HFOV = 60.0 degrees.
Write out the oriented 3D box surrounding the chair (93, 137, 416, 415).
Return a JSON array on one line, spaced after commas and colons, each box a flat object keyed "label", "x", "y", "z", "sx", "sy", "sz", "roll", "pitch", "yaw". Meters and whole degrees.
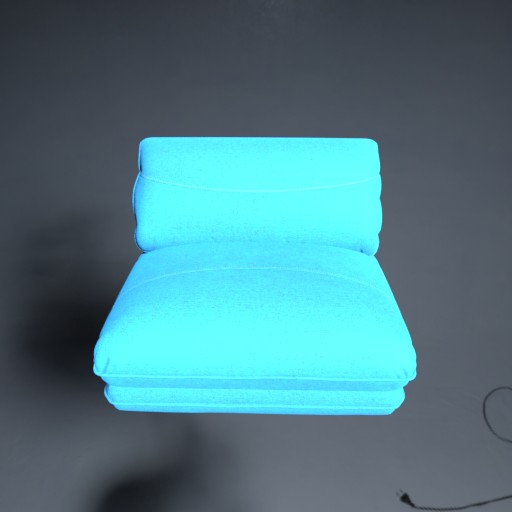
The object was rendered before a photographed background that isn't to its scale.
[{"label": "chair", "x": 0.000, "y": 0.000, "z": 1.347, "sx": 0.820, "sy": 0.580, "sz": 0.780, "roll": 1, "pitch": 28, "yaw": 1}]
